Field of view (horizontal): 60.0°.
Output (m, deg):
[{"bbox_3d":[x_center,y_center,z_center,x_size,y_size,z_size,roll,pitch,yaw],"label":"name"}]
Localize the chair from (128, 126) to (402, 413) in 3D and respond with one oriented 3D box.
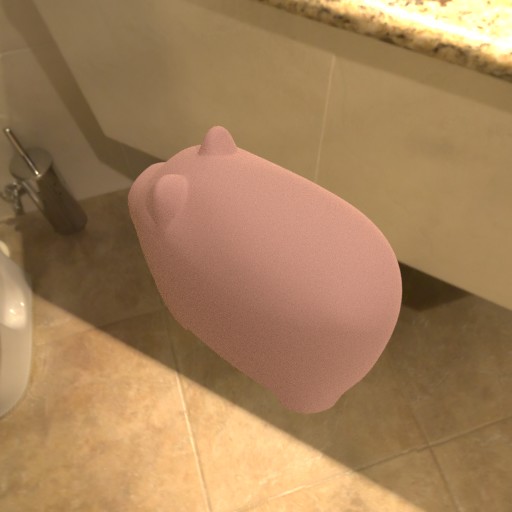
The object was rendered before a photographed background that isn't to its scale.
[{"bbox_3d":[0.000,0.000,0.898,0.619,0.423,0.364,32,67,16],"label":"chair"}]
